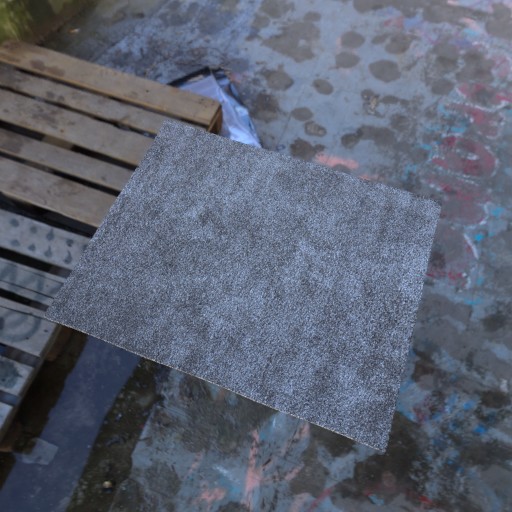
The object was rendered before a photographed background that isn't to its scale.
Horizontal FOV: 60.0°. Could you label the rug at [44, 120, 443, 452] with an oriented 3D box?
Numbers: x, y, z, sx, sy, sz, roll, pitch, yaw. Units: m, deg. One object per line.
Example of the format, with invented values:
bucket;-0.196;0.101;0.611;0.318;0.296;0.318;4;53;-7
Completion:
rug;0.000;0.000;4.075;3.000;0.025;2.401;19;65;9
